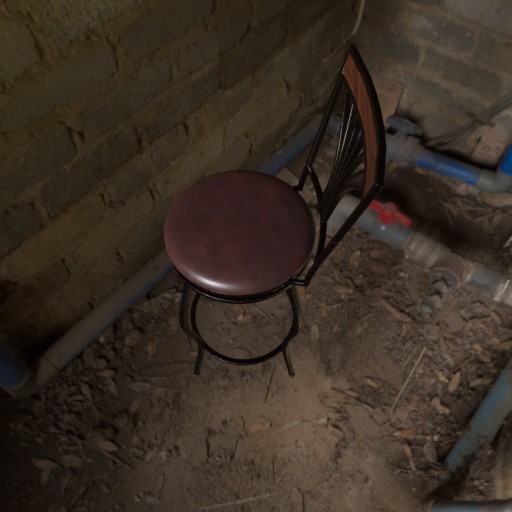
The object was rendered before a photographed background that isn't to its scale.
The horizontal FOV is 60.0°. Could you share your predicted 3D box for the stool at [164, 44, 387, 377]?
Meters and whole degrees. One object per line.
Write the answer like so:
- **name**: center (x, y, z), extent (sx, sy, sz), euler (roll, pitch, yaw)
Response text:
- **stool**: center (0.000, 0.000, 1.366), extent (0.514, 1.117, 0.433), euler (0, 57, 0)
